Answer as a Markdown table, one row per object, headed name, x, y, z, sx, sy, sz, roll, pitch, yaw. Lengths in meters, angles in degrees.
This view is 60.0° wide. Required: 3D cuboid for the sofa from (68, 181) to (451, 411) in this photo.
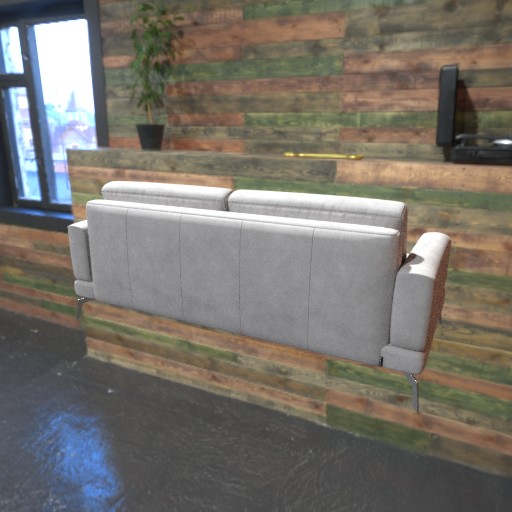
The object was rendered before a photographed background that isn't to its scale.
| name | x | y | z | sx | sy | sz | roll | pitch | yaw |
| --- | --- | --- | --- | --- | --- | --- | --- | --- | --- |
| sofa | 0.000 | 0.000 | 2.548 | 2.013 | 0.830 | 0.980 | 8 | 18 | 26 |
